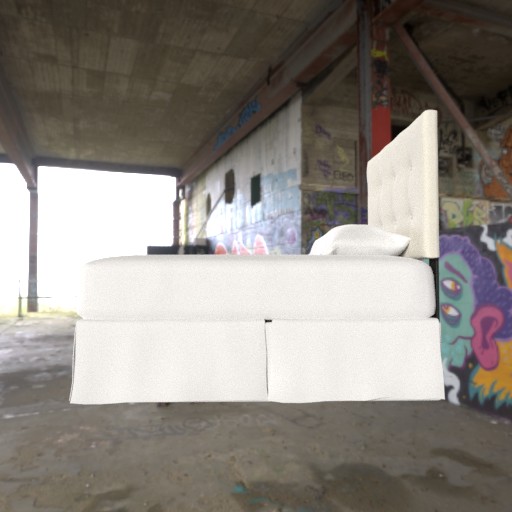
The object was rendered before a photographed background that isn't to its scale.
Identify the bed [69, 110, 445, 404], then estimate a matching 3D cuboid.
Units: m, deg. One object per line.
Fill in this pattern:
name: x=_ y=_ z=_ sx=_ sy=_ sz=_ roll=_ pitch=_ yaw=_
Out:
bed: x=0.000 y=0.000 z=2.929 sx=1.997 sy=1.571 sz=1.261 roll=0 pitch=-2 yaw=-1
